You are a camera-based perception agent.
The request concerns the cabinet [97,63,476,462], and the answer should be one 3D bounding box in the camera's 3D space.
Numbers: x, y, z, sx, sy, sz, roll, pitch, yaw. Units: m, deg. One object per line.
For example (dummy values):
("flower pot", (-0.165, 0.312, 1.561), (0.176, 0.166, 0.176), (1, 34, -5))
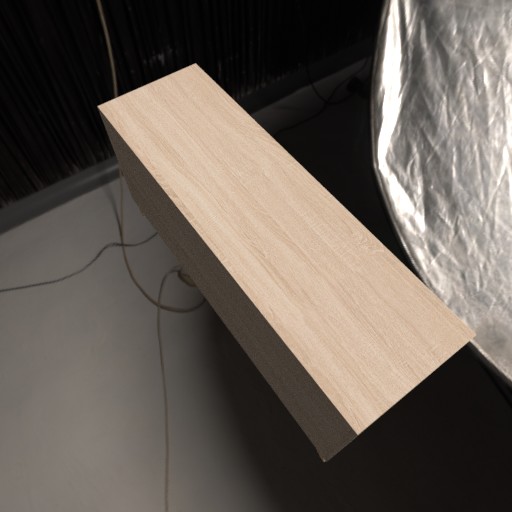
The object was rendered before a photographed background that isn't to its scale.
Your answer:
("cabinet", (0.000, 0.000, 1.983), (0.500, 0.780, 1.649), (-32, 64, -18))
